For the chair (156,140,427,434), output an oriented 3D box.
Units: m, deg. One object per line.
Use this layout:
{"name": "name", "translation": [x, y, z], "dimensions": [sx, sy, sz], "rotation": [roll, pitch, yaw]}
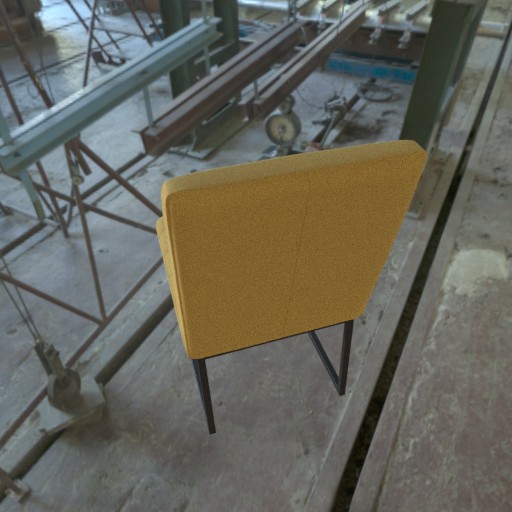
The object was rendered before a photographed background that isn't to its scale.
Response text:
{"name": "chair", "translation": [0.000, 0.000, 1.303], "dimensions": [0.520, 0.930, 0.634], "rotation": [-12, 43, -13]}
